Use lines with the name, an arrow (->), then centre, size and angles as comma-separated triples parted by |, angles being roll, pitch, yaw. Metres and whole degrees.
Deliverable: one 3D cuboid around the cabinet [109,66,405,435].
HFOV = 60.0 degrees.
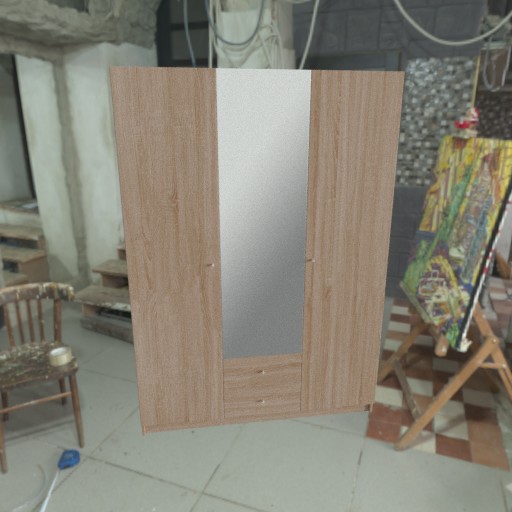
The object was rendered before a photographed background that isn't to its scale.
cabinet -> 0.000, 0.000, 2.785 | 1.500, 2.120, 0.590 | -3, 17, -8
